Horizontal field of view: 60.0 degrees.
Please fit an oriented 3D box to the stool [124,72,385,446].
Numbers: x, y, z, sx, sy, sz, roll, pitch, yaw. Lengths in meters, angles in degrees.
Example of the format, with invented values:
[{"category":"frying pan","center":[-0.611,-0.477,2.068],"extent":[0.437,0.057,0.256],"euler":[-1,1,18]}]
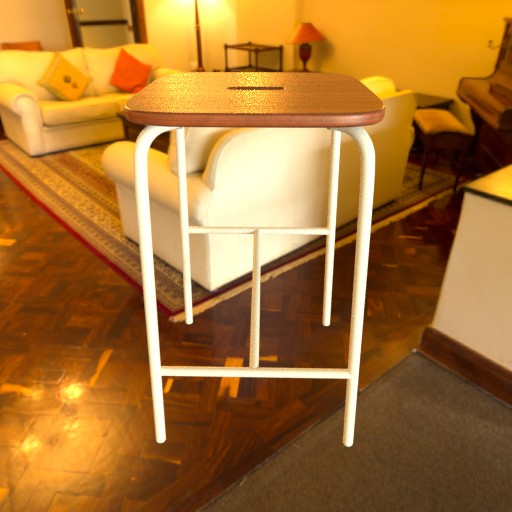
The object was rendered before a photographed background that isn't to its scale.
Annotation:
[{"category":"stool","center":[0.000,0.000,0.850],"extent":[0.376,0.610,0.376],"euler":[1,30,1]}]
